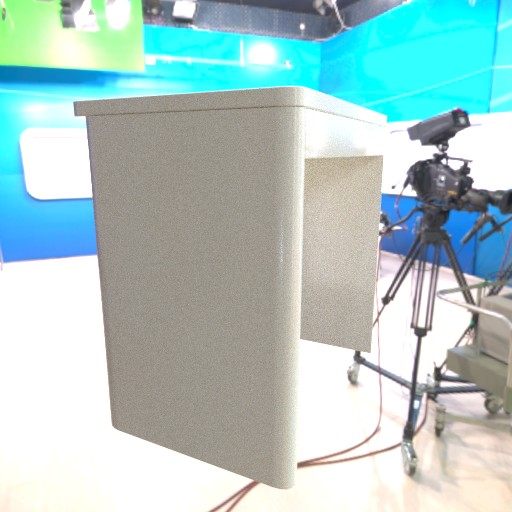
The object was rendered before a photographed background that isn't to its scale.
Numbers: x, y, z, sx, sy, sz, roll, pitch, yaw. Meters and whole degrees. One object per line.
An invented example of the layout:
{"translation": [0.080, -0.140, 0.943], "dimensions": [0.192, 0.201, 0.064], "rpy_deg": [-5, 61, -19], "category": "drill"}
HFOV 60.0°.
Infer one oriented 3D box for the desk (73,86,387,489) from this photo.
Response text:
{"translation": [0.000, 0.000, 1.274], "dimensions": [0.549, 0.800, 0.762], "rpy_deg": [7, 15, 26], "category": "desk"}
